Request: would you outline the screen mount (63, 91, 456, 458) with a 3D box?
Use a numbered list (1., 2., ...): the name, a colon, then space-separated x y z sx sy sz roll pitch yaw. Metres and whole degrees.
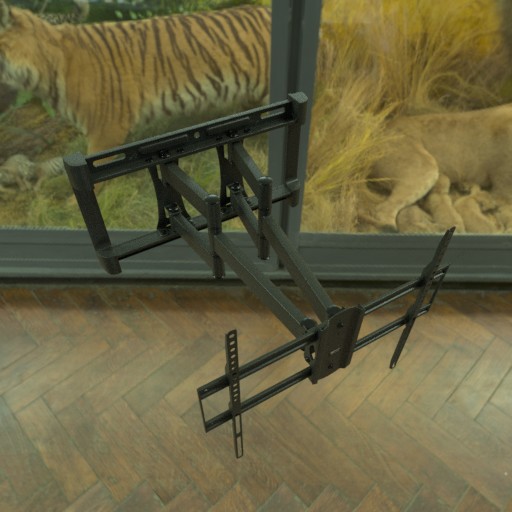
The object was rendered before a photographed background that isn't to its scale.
1. screen mount: 0.000 0.000 0.933 0.571 0.424 0.556 -22 50 -20
